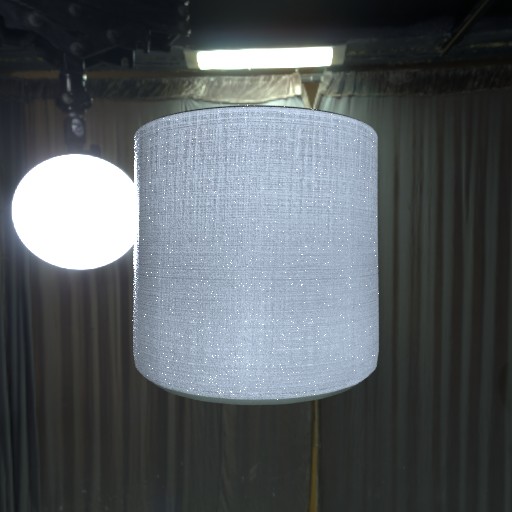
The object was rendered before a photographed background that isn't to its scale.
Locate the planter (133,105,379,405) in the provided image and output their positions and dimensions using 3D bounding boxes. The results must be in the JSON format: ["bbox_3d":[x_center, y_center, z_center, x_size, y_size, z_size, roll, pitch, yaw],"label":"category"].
[{"bbox_3d":[0.000,0.000,0.299,0.160,0.156,0.160,0,1,0],"label":"planter"}]
